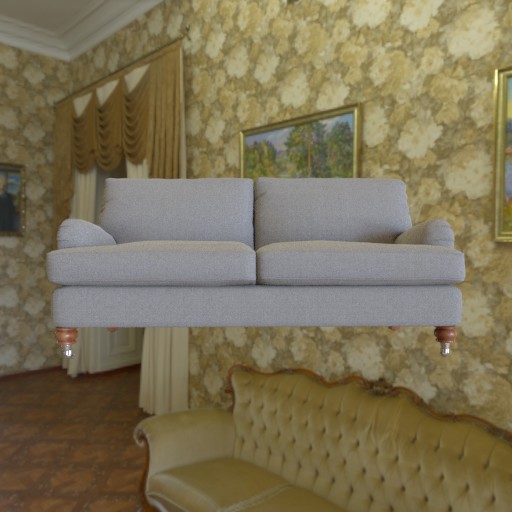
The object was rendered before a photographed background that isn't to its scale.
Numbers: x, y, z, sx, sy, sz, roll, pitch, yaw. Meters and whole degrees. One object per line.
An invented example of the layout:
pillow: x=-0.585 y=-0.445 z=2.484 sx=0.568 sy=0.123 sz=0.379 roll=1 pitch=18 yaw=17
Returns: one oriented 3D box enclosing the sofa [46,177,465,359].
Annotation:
sofa: x=0.000 y=0.000 z=2.729 sx=2.160 sy=1.054 sz=1.087 roll=0 pitch=1 yaw=-1
